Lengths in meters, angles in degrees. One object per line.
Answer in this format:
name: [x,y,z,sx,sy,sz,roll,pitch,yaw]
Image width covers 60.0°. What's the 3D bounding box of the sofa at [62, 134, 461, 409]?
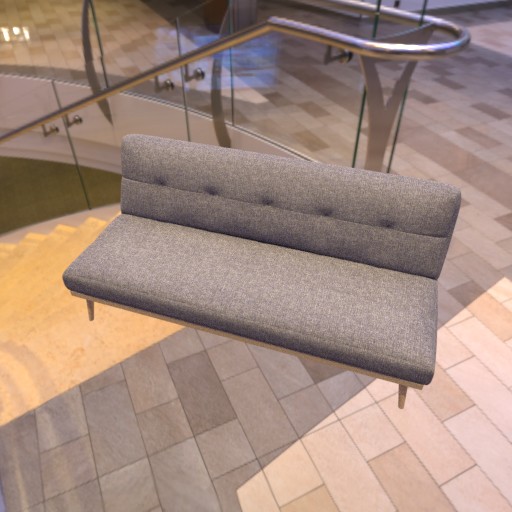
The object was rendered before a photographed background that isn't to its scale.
sofa: [0.000,0.000,2.266,1.820,0.770,0.820,12,42,14]
